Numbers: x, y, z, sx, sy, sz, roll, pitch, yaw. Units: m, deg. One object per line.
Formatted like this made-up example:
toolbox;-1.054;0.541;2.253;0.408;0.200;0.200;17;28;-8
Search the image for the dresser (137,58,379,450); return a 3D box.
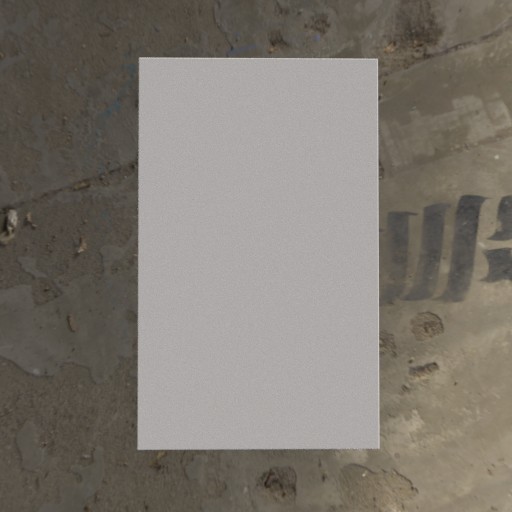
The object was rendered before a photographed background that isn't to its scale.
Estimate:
dresser;0.000;0.000;1.136;0.400;0.800;0.650;0;89;-1
